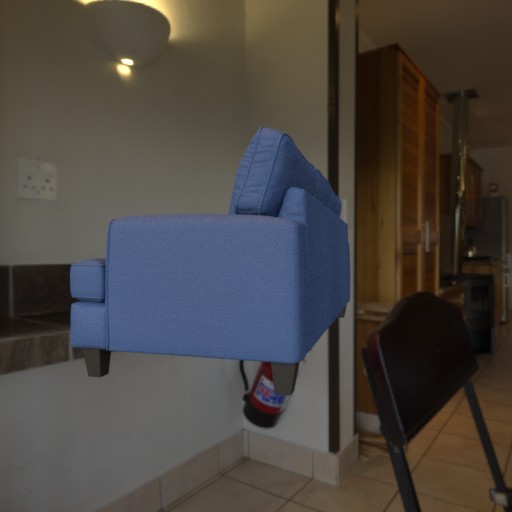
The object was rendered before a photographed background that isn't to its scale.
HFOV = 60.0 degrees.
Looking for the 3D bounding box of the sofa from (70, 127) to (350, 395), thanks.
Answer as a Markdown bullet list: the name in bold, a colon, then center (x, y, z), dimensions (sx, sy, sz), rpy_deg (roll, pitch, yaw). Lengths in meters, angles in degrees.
- **sofa**: center (0.000, 0.000, 2.638), dimensions (0.951, 0.965, 2.158), rpy_deg (0, 0, 16)
